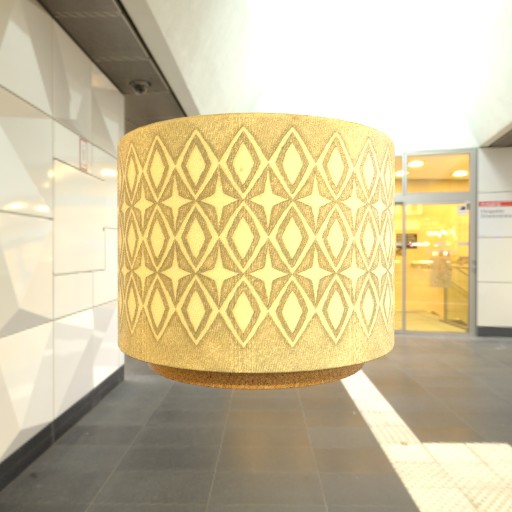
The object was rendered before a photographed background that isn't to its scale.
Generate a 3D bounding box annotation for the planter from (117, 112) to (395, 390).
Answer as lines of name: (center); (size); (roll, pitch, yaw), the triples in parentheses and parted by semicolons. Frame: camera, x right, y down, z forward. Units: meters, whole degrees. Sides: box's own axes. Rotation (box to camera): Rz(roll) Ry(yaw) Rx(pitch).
planter: (0.000, 0.000, 0.312); (0.186, 0.144, 0.186); (0, 1, 0)
